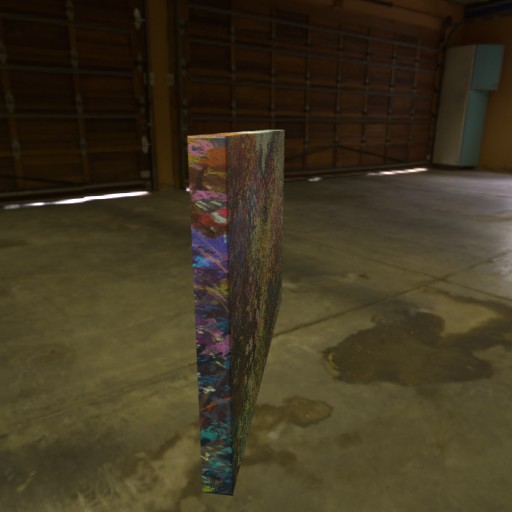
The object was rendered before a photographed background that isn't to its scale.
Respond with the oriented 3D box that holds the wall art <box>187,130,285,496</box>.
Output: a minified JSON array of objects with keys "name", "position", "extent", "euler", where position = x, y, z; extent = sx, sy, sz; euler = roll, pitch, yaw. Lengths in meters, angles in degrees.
[{"name":"wall art","position":[0.000,0.000,0.753],"extent":[0.037,0.406,0.610],"euler":[2,17,8]}]
